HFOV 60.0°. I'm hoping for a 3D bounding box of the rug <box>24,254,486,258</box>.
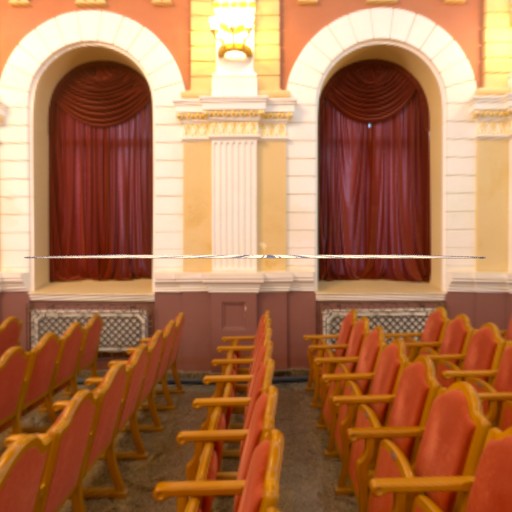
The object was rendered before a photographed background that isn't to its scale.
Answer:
[{"bbox_3d":[0.000,0.000,2.955,2.315,0.010,1.544,0,1,1],"label":"rug"}]
